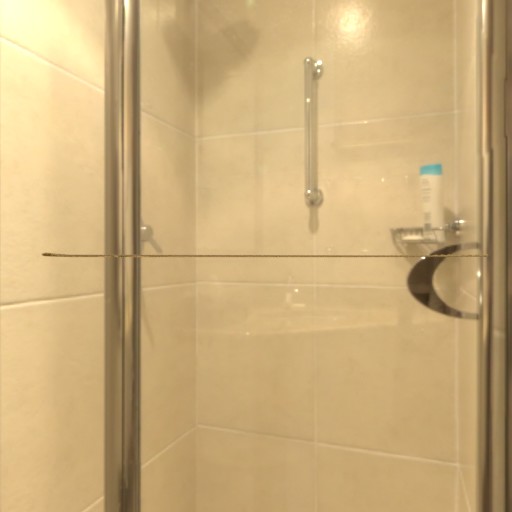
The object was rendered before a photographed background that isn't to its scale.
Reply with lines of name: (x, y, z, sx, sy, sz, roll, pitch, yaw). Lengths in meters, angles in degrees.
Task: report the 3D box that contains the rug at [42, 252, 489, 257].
rug: (0.000, 0.000, 2.994, 2.435, 0.018, 1.540, 0, 0, -17)
